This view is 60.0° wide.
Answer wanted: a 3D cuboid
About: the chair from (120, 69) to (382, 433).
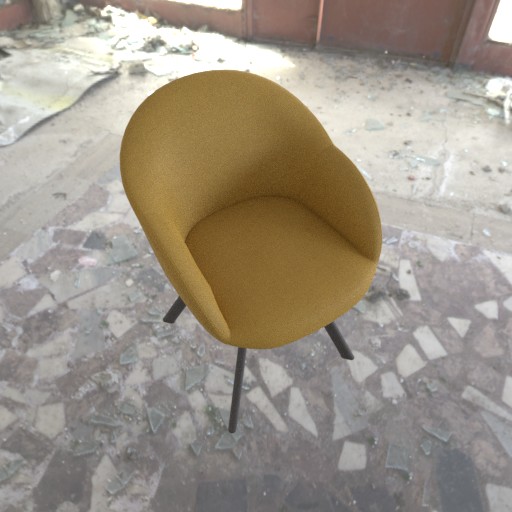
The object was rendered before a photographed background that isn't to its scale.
[{"bbox_3d":[0.000,0.000,1.204,0.551,0.793,0.583,-24,50,-22],"label":"chair"}]
